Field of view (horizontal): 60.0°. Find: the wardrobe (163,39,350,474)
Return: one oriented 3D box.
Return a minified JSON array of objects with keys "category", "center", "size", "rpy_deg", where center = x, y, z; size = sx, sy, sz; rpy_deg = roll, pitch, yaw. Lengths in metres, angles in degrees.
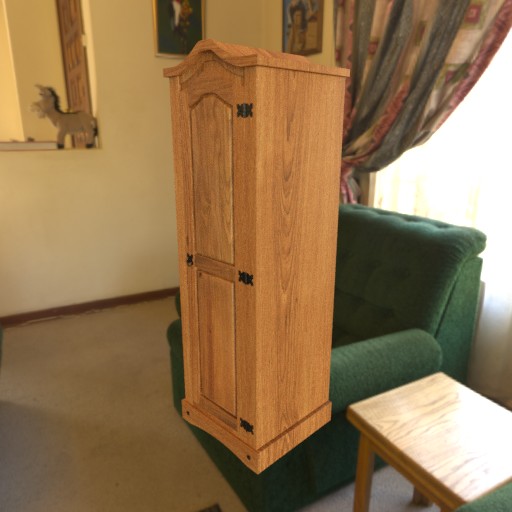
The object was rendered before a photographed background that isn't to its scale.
[{"category":"wardrobe","center":[0.000,0.000,2.180],"size":[0.570,1.870,0.590],"rpy_deg":[-16,22,-43]}]
